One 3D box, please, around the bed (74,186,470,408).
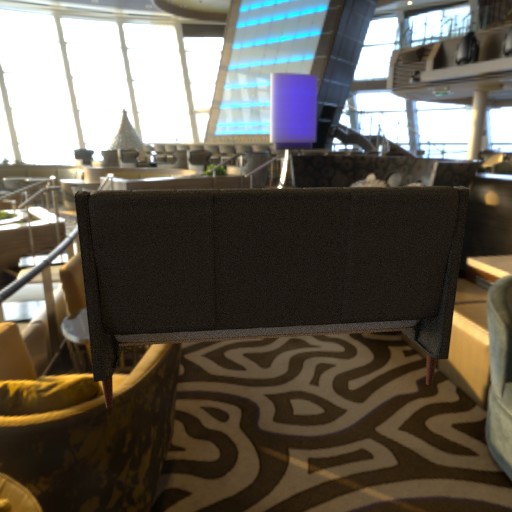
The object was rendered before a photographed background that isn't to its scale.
[{"bbox_3d":[0.000,0.000,2.581,1.531,0.933,1.638,-2,14,-7],"label":"bed"}]
